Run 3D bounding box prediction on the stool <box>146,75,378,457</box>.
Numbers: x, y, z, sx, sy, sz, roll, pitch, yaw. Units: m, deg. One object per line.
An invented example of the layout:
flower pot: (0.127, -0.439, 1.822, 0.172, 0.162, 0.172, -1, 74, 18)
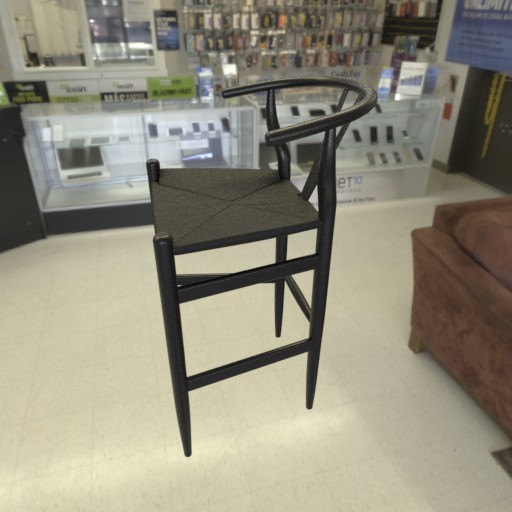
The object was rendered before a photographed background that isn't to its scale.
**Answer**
stool: (0.000, 0.000, 1.332, 0.579, 0.970, 0.569, -7, 31, -12)
